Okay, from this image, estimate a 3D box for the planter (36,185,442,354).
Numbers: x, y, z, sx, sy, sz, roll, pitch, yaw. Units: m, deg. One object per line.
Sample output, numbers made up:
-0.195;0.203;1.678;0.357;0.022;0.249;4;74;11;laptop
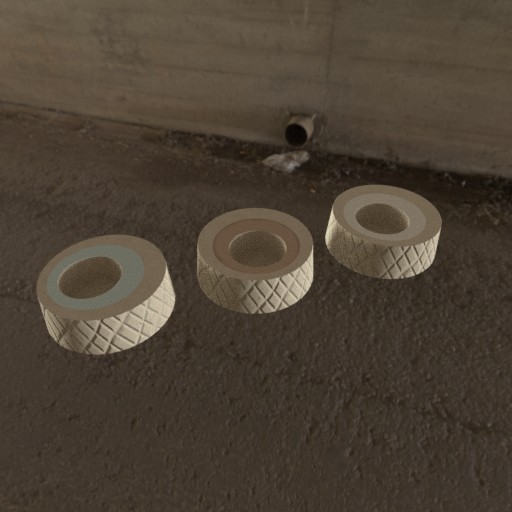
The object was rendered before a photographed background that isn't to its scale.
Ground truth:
0.000;0.000;0.425;0.390;0.038;0.114;-12;42;-14;planter
